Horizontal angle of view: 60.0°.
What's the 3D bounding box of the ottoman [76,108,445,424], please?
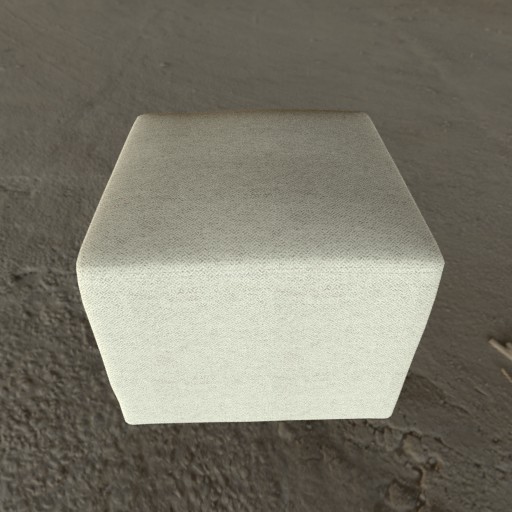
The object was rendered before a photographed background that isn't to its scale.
[{"bbox_3d":[0.000,0.000,0.900,0.512,0.453,0.521,-1,41,-1],"label":"ottoman"}]
